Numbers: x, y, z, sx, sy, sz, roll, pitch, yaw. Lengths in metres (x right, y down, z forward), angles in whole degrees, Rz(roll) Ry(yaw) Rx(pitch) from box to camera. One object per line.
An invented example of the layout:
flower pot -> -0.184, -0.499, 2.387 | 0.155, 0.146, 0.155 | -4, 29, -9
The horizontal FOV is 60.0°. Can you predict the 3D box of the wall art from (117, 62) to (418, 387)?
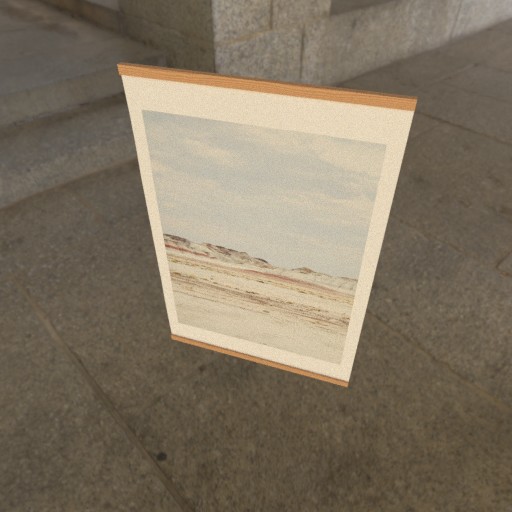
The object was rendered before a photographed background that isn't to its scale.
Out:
wall art -> 0.000, 0.000, 1.938 | 1.011, 1.521, 0.025 | 12, 43, 14
